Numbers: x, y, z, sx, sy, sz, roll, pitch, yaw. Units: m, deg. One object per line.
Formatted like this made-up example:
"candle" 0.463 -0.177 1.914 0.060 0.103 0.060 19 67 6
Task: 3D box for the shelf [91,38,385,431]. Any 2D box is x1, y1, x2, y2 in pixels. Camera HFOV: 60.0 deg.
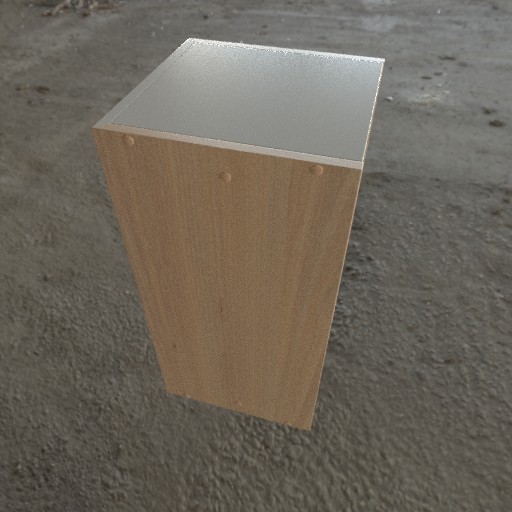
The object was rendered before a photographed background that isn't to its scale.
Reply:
"shelf" 0.000 0.000 0.768 0.297 0.594 0.290 11 46 11
